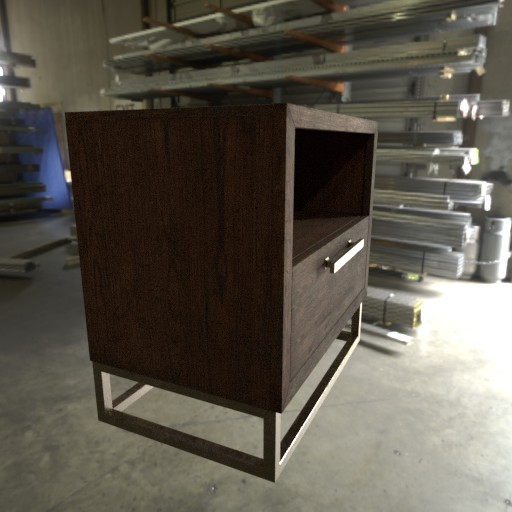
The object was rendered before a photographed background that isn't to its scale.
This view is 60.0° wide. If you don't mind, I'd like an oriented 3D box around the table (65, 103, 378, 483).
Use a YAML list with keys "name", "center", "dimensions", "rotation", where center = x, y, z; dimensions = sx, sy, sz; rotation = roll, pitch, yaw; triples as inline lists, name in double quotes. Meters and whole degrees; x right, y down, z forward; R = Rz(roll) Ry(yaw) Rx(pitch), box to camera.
- name: "table"
  center: [0.000, 0.000, 1.249]
  dimensions: [0.542, 0.746, 0.767]
  rotation: [7, 16, 25]
